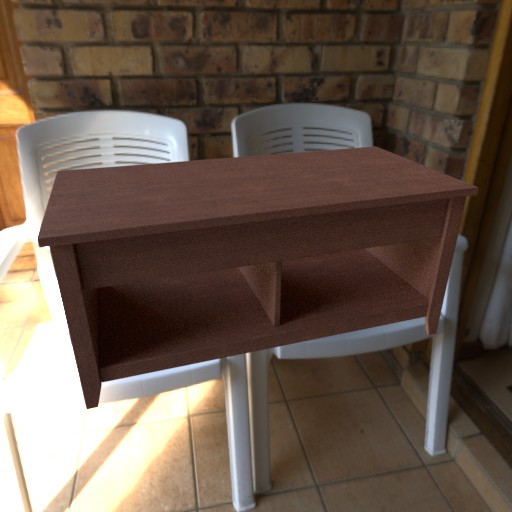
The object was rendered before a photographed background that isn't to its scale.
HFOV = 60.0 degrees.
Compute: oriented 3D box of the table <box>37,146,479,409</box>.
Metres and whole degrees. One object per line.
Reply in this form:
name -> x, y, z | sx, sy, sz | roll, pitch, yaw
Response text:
table -> 0.000, 0.000, 1.275 | 1.016, 0.457, 0.483 | -8, 28, -16
